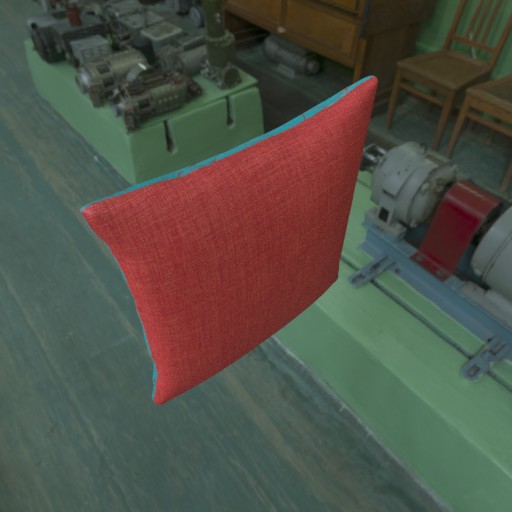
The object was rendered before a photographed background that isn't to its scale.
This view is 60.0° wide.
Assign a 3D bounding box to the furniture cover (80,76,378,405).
[{"bbox_3d":[0.000,0.000,0.795,0.517,0.508,0.158,-32,54,-26],"label":"furniture cover"}]
